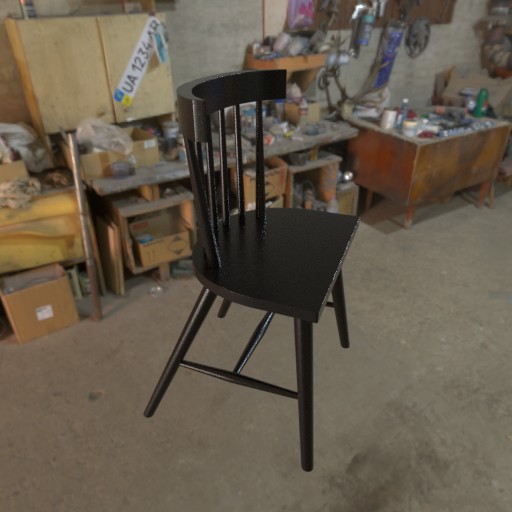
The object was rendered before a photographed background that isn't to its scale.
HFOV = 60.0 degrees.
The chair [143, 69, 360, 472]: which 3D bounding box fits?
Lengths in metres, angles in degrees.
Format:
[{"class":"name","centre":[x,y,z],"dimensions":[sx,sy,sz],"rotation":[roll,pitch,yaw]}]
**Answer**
[{"class":"chair","centre":[0.000,0.000,1.143],"dimensions":[0.483,0.844,0.506],"rotation":[11,31,18]}]
